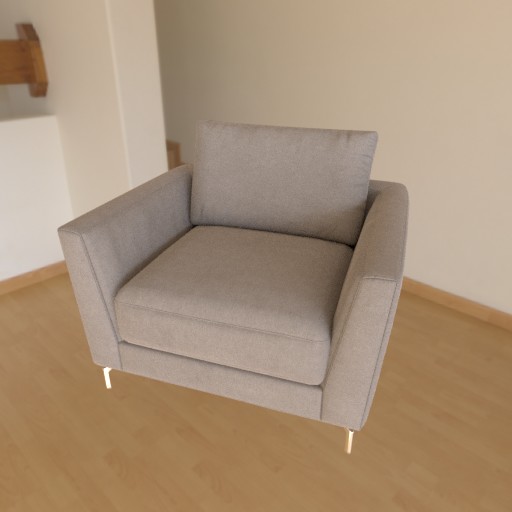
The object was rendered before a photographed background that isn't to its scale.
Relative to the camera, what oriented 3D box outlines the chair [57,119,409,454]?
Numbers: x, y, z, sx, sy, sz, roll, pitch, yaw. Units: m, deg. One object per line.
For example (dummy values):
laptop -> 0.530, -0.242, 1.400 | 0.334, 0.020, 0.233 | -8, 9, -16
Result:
chair -> 0.000, 0.000, 1.659 | 1.041, 0.864, 0.889 | 9, 27, 17
